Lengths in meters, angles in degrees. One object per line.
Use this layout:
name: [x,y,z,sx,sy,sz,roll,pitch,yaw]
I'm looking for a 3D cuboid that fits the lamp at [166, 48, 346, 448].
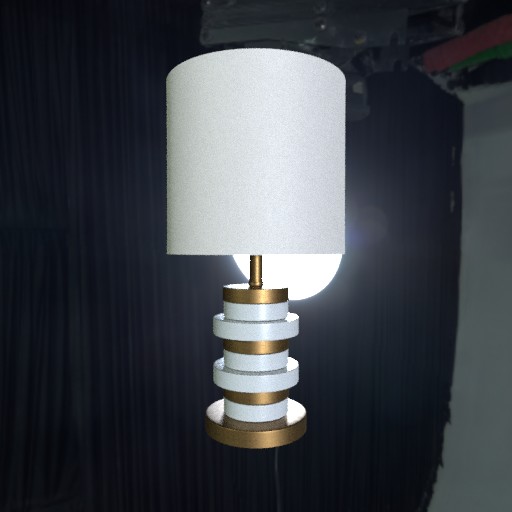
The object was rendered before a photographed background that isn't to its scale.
lamp: [0.000,0.000,0.532,0.210,0.410,0.210,-1,1,-36]
